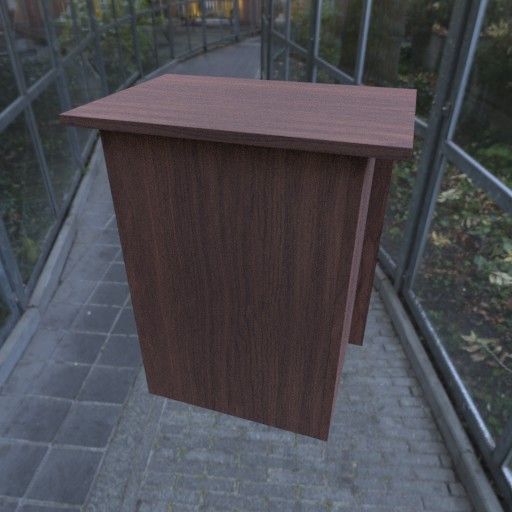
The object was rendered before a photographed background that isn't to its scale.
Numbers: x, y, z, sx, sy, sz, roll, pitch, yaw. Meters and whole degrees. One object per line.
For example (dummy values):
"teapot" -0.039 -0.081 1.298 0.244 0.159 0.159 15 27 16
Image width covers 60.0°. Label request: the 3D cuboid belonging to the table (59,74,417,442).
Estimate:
"table" 0.000 0.000 1.047 0.589 0.711 0.406 10 33 15
